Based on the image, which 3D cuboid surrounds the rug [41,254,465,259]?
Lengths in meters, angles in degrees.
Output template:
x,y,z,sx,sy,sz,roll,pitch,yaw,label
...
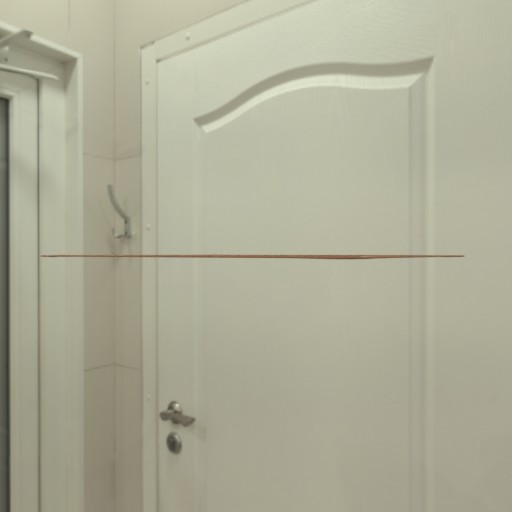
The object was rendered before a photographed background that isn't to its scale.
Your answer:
x,y,z,sx,sy,sz,roll,pitch,yaw,label
0.000,0.000,4.112,3.092,0.023,2.479,0,0,37,rug
